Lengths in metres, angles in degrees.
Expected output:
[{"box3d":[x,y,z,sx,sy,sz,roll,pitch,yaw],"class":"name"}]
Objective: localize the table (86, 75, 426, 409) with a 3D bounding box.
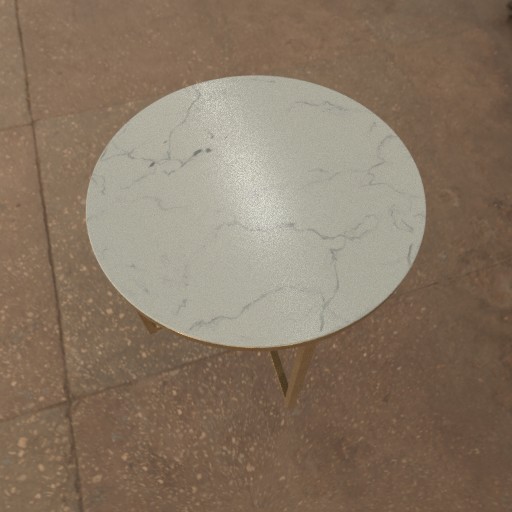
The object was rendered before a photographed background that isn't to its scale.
[{"box3d":[0.000,0.000,0.843,0.500,0.420,0.500,0,60,0],"class":"table"}]
